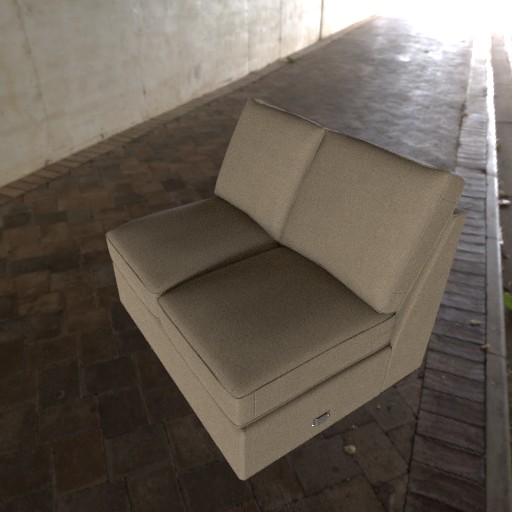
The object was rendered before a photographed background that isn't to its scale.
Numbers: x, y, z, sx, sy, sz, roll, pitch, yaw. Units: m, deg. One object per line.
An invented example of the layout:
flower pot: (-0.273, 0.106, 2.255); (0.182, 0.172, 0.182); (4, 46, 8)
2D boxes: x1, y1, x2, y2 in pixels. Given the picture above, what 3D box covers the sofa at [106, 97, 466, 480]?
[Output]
sofa: (0.000, 0.000, 1.929); (0.978, 1.006, 1.232); (-20, 39, -28)
